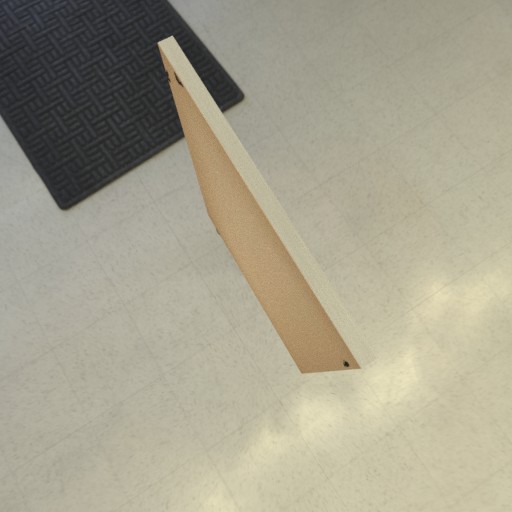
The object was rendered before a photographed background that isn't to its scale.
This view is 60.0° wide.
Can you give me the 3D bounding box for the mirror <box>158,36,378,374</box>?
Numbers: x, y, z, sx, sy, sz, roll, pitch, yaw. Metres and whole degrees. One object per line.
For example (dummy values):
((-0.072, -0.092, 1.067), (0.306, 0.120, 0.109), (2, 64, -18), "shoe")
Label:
((0.000, 0.000, 1.328), (0.040, 1.016, 0.762), (-29, 77, -8), "mirror")
